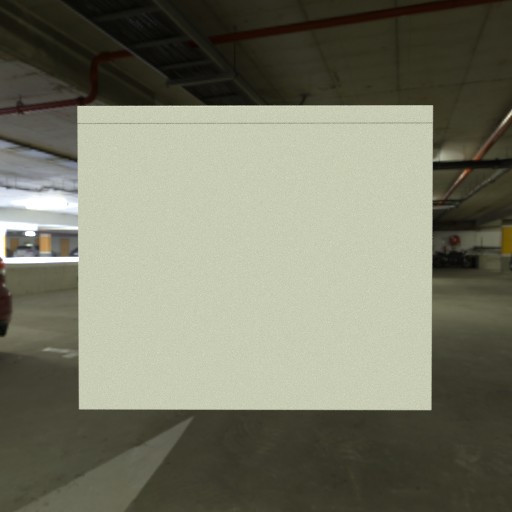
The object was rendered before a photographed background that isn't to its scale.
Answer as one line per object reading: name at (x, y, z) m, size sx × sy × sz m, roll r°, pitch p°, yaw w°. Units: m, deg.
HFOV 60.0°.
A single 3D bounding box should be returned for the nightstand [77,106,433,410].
nightstand at (0.000, 0.000, 0.746) m, size 0.408 × 0.351 × 0.470 m, roll 0°, pitch 1°, yaw 0°
